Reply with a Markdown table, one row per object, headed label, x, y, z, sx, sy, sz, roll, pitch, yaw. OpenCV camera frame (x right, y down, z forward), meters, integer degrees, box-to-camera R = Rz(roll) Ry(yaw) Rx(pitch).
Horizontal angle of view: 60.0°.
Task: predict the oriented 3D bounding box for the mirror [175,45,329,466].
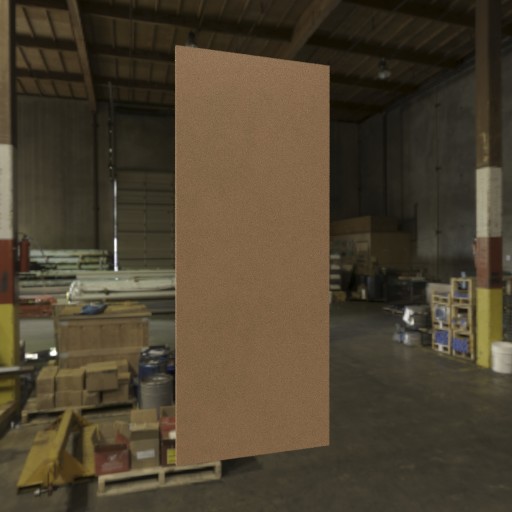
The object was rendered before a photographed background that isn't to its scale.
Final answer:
| label | x | y | z | sx | sy | sz | roll | pitch | yaw |
| --- | --- | --- | --- | --- | --- | --- | --- | --- | --- |
| mirror | 0.000 | 0.000 | 2.268 | 0.812 | 2.031 | 0.026 | 0 | 0 | -17 |
